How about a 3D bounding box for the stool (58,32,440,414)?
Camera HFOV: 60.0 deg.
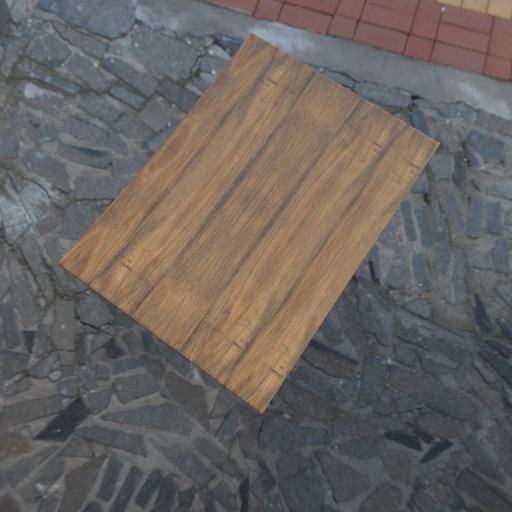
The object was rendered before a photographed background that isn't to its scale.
[{"bbox_3d":[0.000,0.000,0.943,0.405,0.625,0.486,34,78,8],"label":"stool"}]
